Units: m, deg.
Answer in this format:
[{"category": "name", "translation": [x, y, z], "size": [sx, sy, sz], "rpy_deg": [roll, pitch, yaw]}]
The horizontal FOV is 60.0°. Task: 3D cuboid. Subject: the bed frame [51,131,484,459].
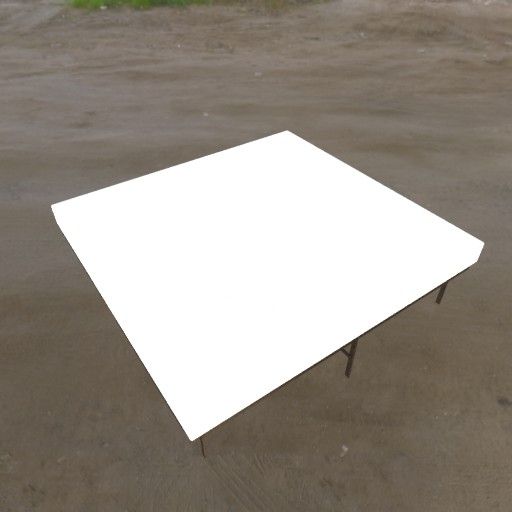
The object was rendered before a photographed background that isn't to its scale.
[{"category": "bed frame", "translation": [0.000, 0.000, 3.020], "size": [2.032, 0.559, 1.930], "rpy_deg": [-25, 46, -26]}]
